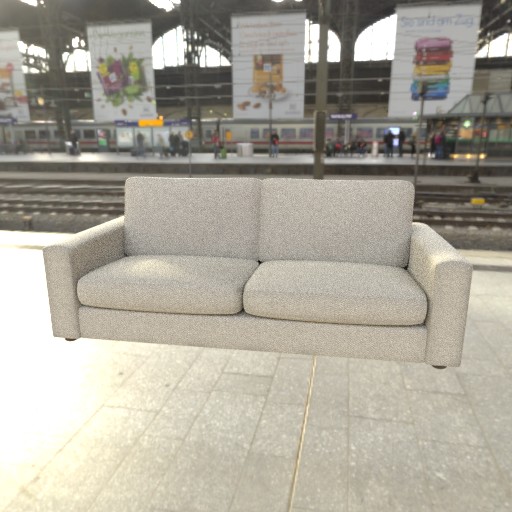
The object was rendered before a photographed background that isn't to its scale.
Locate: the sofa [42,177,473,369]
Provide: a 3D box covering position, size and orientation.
[{"bbox_3d":[0.000,0.000,2.669,2.179,0.873,1.016,2,15,9],"label":"sofa"}]
